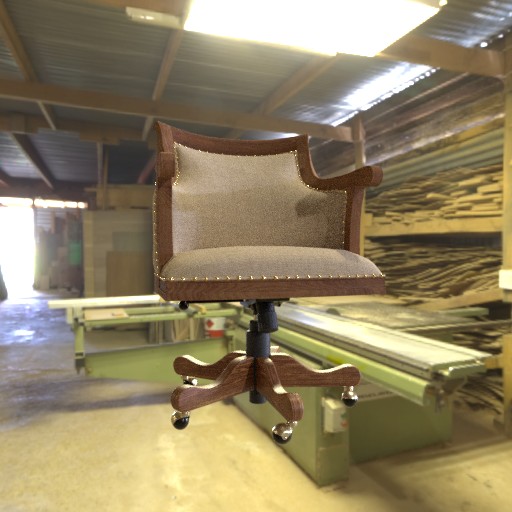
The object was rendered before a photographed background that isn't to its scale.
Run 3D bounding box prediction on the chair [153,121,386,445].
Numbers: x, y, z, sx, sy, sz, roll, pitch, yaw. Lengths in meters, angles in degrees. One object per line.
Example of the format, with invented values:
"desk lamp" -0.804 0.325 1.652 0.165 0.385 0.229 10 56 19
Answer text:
"chair" 0.000 0.000 1.438 0.656 0.965 0.689 0 1 -17
